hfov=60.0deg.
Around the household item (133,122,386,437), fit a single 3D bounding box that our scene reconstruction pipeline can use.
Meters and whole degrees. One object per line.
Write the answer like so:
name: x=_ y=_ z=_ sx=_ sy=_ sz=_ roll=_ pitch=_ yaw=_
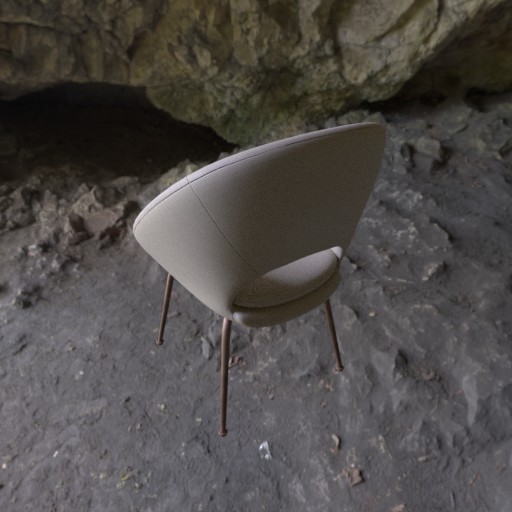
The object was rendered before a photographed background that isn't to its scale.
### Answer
household item: x=0.000 y=0.000 z=1.272 sx=0.623 sy=0.852 sz=0.573 roll=-19 pitch=37 yaw=-28
